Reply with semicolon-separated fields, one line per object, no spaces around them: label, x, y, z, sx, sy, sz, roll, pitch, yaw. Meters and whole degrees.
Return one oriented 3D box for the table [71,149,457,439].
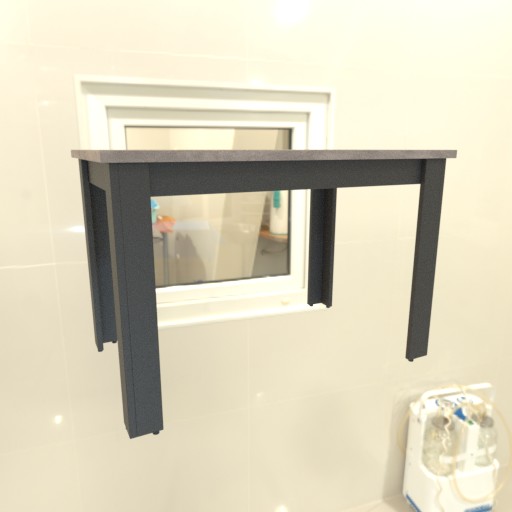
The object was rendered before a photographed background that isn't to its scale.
table;0.000;0.000;1.575;1.100;0.734;0.700;-7;15;-26
